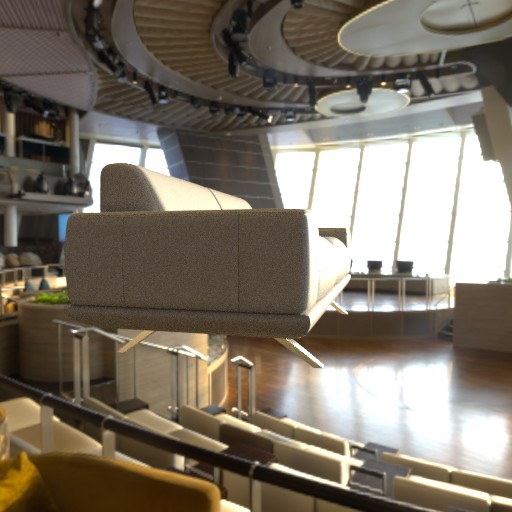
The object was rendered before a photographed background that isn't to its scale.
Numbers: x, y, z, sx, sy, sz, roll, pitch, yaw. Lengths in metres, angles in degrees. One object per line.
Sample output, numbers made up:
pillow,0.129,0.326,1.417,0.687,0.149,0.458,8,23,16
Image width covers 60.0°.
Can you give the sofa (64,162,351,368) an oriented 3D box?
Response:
sofa,0.000,0.000,2.338,0.900,0.772,1.901,0,2,16
